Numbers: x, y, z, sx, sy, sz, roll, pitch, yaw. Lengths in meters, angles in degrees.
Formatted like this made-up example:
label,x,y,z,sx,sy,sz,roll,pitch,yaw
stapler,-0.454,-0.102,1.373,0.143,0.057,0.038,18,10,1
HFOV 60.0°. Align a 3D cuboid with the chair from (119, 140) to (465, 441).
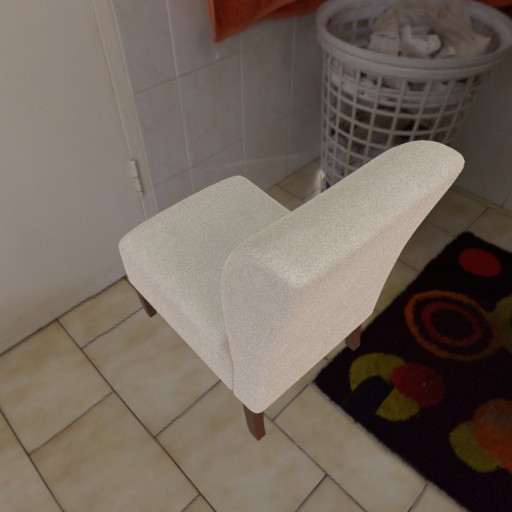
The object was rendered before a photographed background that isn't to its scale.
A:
label,x,y,z,sx,sy,sz,roll,pitch,yaw
chair,0.000,0.000,1.275,0.521,0.833,0.754,-34,55,-27
